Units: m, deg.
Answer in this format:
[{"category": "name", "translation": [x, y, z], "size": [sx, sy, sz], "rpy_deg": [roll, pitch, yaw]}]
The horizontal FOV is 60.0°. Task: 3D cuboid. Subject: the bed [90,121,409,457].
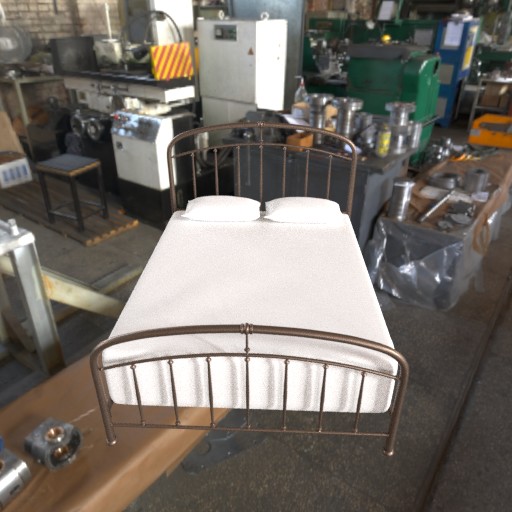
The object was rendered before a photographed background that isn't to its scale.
[{"category": "bed", "translation": [0.000, 0.000, 3.214], "size": [1.711, 1.475, 2.168], "rpy_deg": [1, 29, 2]}]
